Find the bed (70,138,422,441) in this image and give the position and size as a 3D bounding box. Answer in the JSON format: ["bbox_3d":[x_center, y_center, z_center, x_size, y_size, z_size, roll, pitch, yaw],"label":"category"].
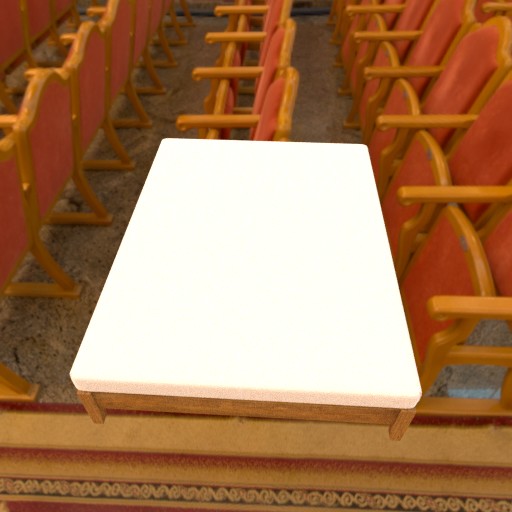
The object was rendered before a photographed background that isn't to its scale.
[{"bbox_3d":[0.000,0.000,2.736,1.536,0.431,2.016,2,45,2],"label":"bed"}]
